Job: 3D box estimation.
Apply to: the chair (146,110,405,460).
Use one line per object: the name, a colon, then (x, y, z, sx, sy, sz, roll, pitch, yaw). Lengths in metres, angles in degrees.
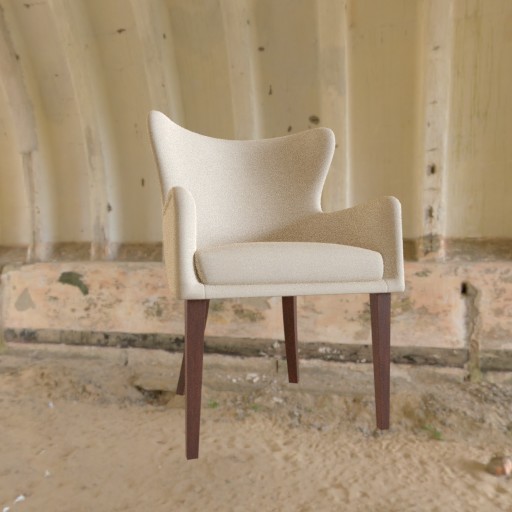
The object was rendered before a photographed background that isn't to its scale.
chair: (0.000, 0.000, 1.487, 0.696, 0.990, 0.744, 0, 1, -19)
